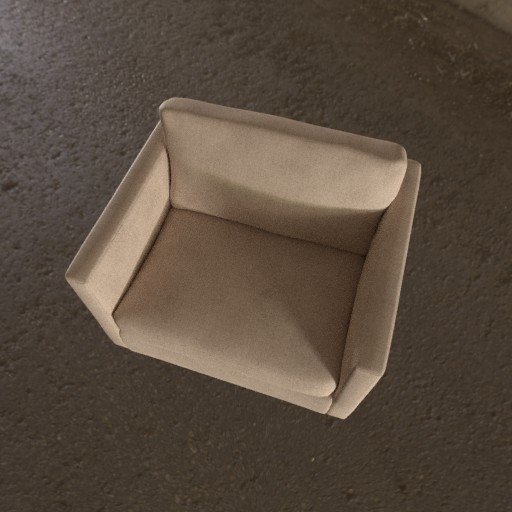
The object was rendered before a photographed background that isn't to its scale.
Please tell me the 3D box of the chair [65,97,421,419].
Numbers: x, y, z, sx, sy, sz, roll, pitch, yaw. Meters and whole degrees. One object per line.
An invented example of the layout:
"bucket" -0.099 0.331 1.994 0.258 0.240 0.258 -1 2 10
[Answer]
"chair" 0.000 0.000 1.880 1.133 0.961 0.959 16 60 9
